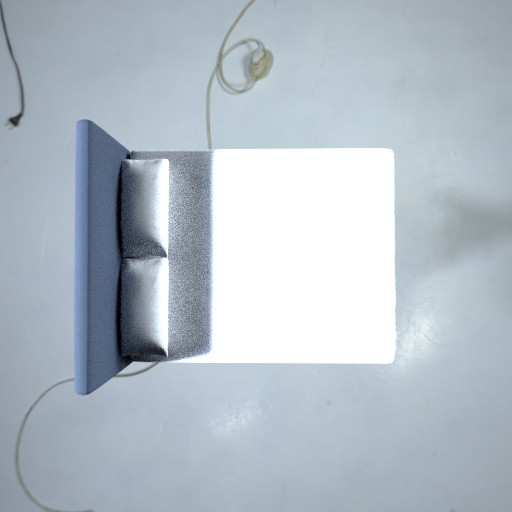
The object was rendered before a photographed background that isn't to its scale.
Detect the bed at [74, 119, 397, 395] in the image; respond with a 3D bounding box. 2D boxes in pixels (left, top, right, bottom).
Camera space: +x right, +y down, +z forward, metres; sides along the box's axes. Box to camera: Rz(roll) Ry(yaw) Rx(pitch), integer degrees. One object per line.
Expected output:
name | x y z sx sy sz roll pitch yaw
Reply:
bed | 0.000 0.000 3.253 2.162 1.330 1.713 0 89 1
